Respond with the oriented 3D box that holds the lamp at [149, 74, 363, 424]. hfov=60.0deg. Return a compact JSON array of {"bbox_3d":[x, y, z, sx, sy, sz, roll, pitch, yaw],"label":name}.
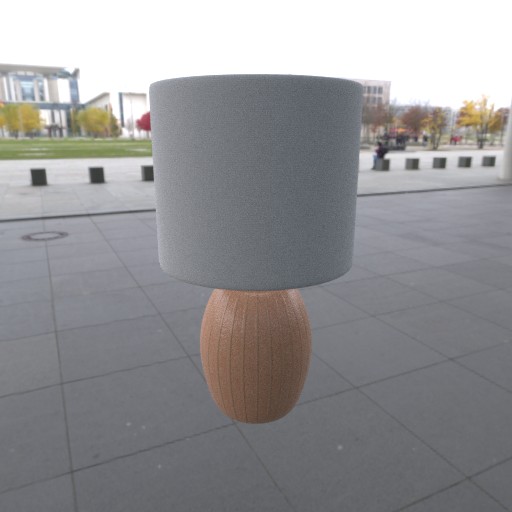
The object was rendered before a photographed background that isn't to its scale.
[{"bbox_3d":[0.000,0.000,0.768,0.329,0.570,0.329,0,15,0],"label":"lamp"}]
